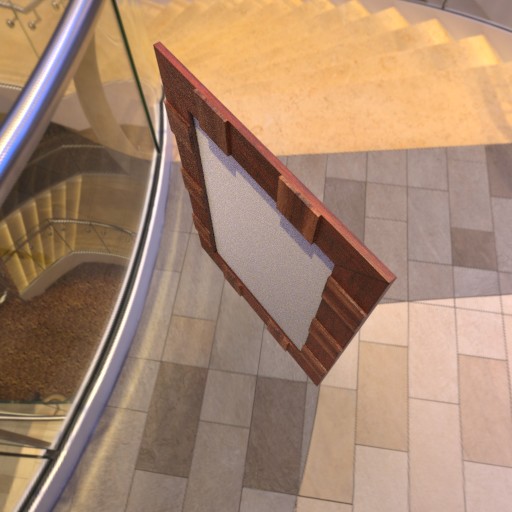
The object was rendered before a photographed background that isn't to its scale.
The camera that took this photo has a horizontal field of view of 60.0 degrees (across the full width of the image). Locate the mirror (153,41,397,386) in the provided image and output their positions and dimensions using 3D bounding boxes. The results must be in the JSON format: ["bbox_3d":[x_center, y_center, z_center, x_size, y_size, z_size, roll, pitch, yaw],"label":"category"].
[{"bbox_3d":[0.000,0.000,1.069,0.021,0.805,0.600,-35,69,-16],"label":"mirror"}]
